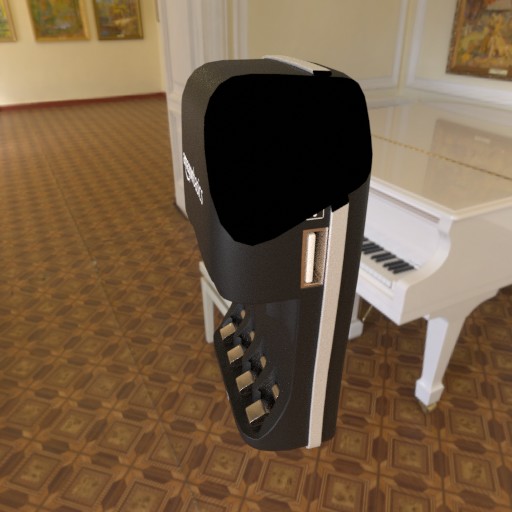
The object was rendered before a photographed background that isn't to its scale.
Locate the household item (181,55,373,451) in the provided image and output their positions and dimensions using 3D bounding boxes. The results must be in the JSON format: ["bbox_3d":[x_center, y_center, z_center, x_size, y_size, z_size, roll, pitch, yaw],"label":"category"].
[{"bbox_3d":[0.000,0.000,0.141,0.038,0.114,0.070,-8,30,-13],"label":"household item"}]
